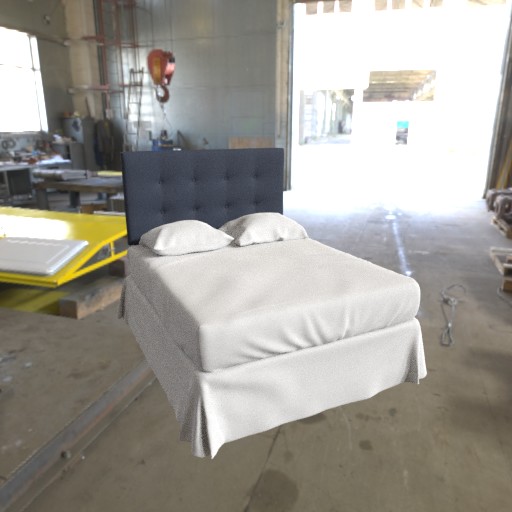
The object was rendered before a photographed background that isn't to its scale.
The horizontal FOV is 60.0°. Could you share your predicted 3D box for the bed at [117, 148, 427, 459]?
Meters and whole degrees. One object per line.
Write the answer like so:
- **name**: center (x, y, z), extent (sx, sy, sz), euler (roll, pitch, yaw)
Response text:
- **bed**: center (0.000, 0.000, 3.555), extent (1.936, 1.577, 2.222), euler (-8, 18, -26)
